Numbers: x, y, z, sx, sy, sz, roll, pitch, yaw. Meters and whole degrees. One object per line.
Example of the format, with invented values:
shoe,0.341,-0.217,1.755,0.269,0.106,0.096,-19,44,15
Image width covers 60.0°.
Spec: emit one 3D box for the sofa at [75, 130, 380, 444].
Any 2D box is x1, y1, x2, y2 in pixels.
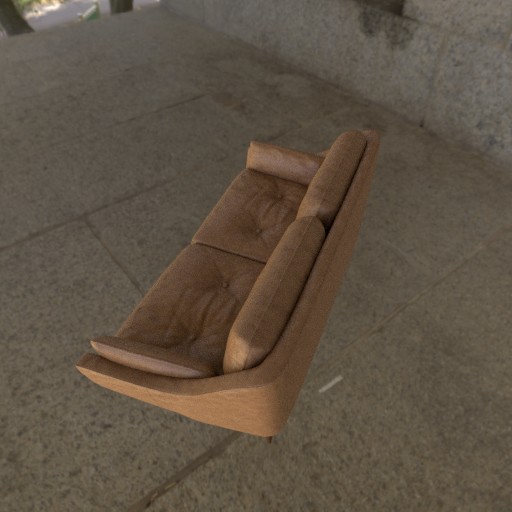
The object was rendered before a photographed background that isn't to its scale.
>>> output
sofa,0.000,0.000,2.398,0.904,0.839,1.902,16,47,16
